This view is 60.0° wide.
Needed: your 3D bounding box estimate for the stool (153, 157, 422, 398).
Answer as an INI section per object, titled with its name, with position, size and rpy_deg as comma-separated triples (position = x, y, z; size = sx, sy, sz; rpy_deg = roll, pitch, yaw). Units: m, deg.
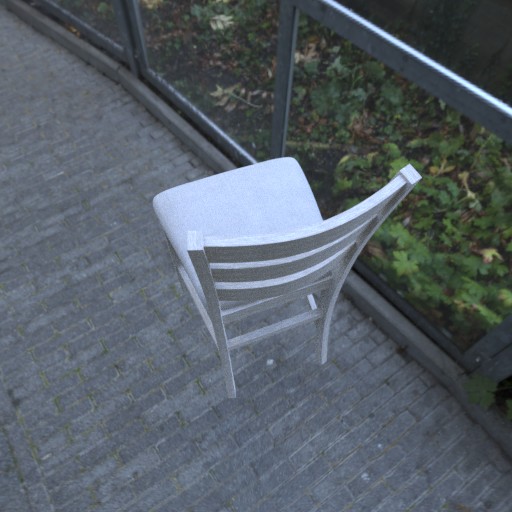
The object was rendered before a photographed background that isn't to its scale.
[stool]
position = 0.000, 0.000, 1.319
size = 0.484, 1.032, 0.569
rpy_deg = -18, 60, -11
